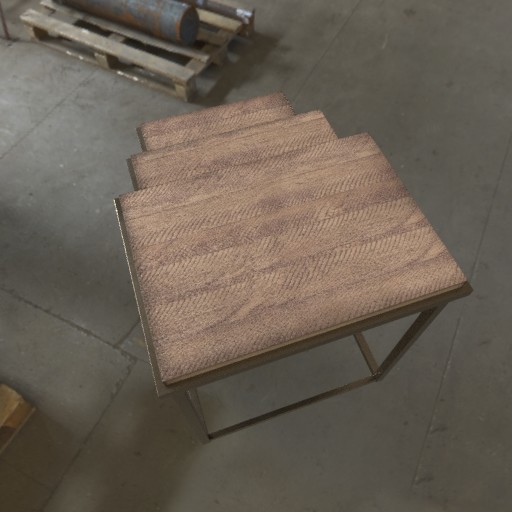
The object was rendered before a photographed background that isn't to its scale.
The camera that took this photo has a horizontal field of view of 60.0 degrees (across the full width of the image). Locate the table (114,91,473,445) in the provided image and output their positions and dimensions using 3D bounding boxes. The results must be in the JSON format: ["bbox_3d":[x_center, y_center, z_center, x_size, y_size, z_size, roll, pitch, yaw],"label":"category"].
[{"bbox_3d":[0.000,0.000,1.139,0.559,0.610,0.706,-16,60,-10],"label":"table"}]
